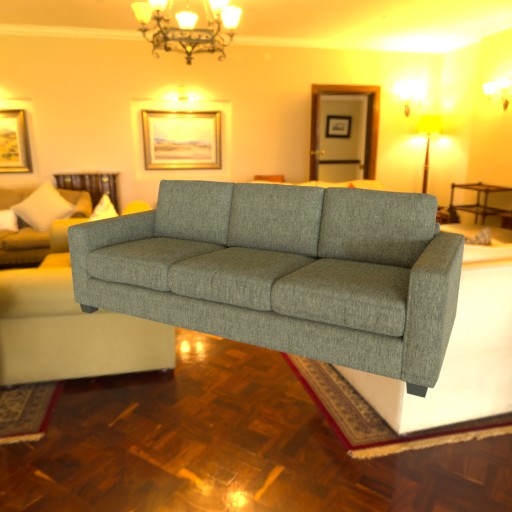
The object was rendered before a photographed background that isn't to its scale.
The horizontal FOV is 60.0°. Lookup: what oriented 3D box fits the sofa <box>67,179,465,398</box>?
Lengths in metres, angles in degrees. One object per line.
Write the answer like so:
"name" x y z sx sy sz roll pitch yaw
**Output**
"sofa" 0.000 0.000 2.607 2.160 0.800 0.900 8 16 28
